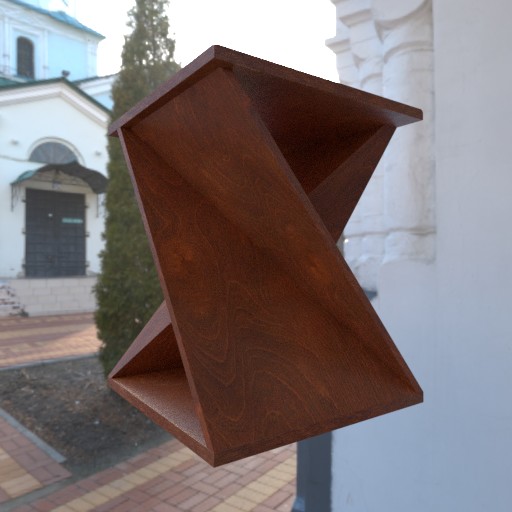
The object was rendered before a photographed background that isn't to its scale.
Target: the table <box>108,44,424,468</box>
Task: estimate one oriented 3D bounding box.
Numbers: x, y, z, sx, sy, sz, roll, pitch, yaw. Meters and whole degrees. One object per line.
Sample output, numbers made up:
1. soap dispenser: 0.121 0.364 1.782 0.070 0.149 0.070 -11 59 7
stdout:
1. table: 0.000 0.000 0.839 0.427 0.520 0.427 0 0 -35
